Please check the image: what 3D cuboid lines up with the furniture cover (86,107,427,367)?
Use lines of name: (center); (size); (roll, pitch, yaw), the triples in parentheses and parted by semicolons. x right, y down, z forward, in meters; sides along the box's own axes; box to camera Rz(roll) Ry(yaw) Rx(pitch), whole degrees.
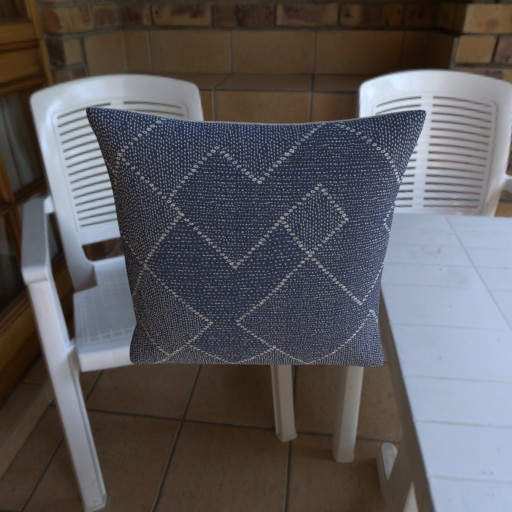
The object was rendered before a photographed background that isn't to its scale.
furniture cover: (0.000, 0.000, 0.777); (0.511, 0.503, 0.162); (1, 30, 1)
